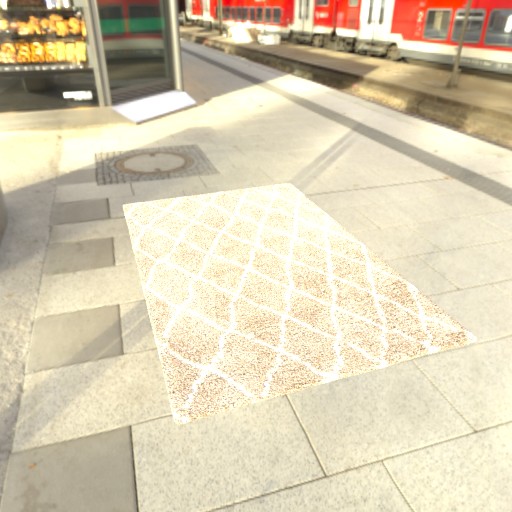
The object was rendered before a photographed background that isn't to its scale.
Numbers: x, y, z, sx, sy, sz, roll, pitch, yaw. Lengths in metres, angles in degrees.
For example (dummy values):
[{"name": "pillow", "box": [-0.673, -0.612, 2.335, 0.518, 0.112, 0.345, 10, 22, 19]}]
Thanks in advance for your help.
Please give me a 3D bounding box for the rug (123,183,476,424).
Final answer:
[{"name": "rug", "box": [0.000, 0.000, 3.452, 1.778, 0.030, 2.743, -10, 31, -17]}]
